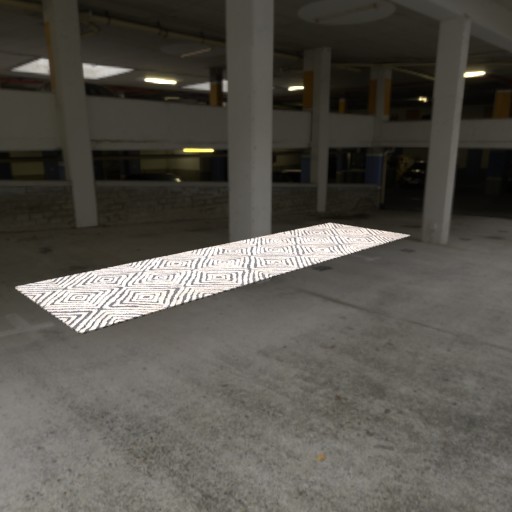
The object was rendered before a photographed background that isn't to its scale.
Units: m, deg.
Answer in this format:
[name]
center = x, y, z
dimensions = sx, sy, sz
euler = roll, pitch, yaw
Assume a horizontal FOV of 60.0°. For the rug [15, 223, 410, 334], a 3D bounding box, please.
[rug]
center = 0.000, 0.000, 2.461
dimensions = 2.277, 0.008, 0.676
euler = -14, 20, -43
